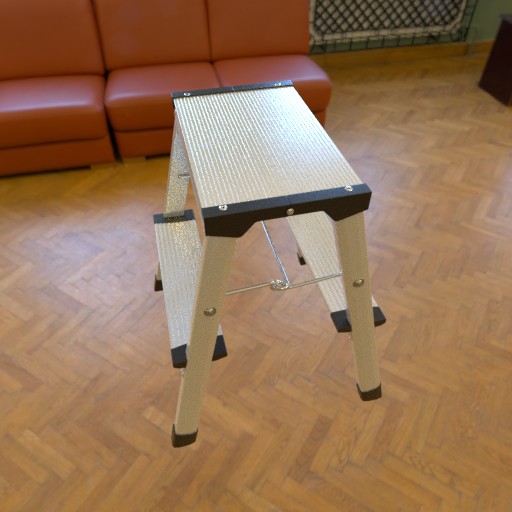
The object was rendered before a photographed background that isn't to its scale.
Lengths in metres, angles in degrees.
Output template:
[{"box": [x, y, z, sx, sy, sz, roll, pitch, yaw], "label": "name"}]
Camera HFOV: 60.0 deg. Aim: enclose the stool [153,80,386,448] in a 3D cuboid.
[{"box": [0.000, 0.000, 0.792, 0.405, 0.480, 0.404, -10, 45, -10], "label": "stool"}]
